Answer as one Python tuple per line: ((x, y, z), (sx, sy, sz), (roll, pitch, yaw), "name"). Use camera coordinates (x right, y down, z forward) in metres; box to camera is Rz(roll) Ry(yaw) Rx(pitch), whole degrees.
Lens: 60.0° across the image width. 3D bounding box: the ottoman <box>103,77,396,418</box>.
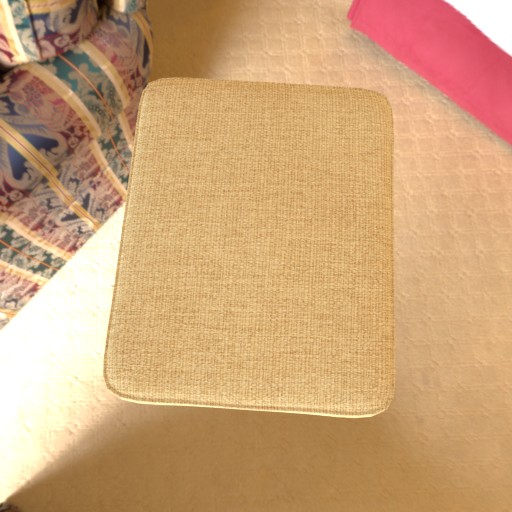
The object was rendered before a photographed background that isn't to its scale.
((0.000, 0.000, 1.124), (0.589, 0.537, 0.738), (4, 77, 1), "ottoman")
